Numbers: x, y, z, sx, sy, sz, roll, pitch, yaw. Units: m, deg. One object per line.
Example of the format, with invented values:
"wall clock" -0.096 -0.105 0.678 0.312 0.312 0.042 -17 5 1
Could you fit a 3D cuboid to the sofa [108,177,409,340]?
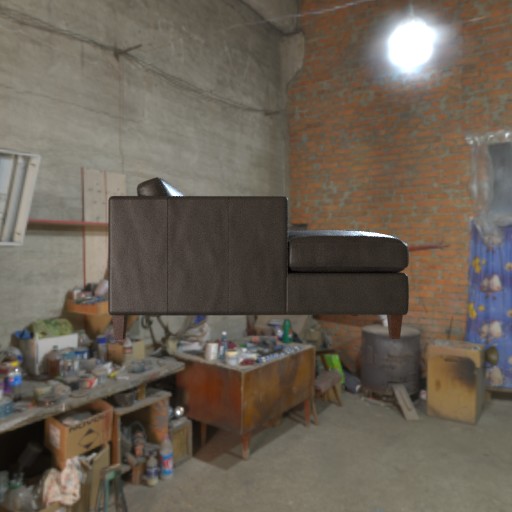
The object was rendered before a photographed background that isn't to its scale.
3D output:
"sofa" 0.000 0.000 3.880 1.581 0.883 3.203 0 0 -1
